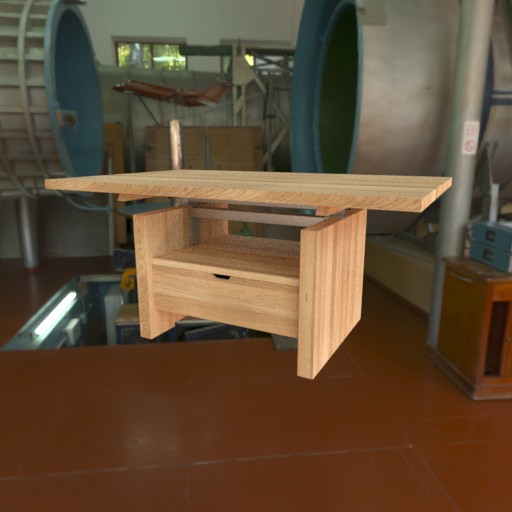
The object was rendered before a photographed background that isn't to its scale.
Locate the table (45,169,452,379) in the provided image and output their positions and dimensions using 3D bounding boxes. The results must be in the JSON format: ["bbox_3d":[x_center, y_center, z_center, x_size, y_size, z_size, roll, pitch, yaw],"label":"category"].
[{"bbox_3d":[0.000,0.000,1.475,1.100,0.510,0.700,7,16,27],"label":"table"}]
